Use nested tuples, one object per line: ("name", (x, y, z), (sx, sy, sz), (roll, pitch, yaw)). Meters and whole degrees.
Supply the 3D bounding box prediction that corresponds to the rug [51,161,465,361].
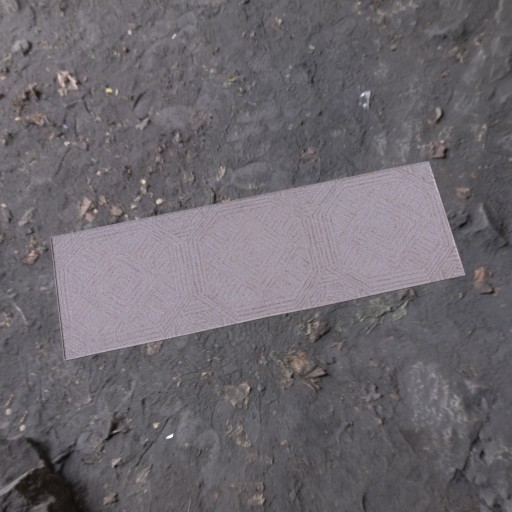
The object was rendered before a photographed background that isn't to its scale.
("rug", (0.000, 0.000, 2.731), (2.452, 0.012, 0.775), (-12, 77, -3))
